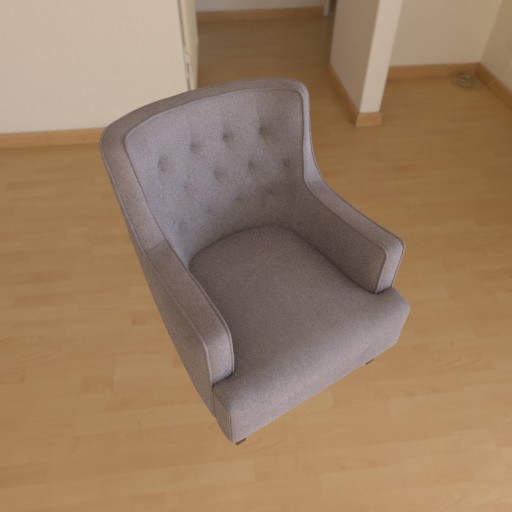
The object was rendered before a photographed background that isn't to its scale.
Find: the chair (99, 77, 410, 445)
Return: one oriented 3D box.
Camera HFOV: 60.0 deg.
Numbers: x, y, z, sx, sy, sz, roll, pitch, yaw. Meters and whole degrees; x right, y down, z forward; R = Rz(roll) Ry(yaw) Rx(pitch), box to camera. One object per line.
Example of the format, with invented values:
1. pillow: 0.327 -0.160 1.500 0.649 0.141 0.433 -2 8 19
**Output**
1. chair: 0.000 0.000 1.619 0.781 0.919 0.910 -24 51 -22
